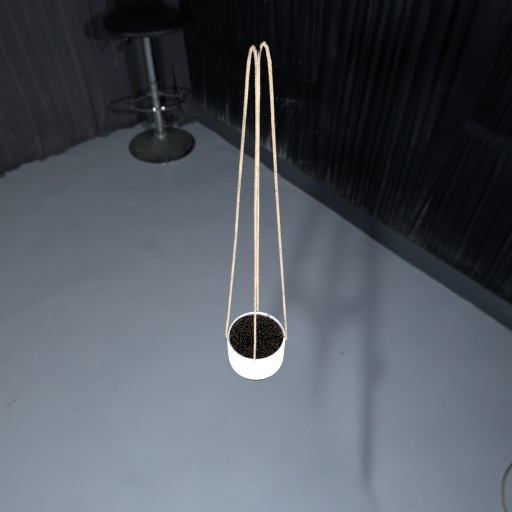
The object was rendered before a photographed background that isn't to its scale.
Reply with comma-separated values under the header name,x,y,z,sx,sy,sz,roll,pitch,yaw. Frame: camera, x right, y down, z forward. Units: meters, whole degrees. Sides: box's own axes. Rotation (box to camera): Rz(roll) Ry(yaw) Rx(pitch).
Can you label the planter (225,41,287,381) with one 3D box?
name,x,y,z,sx,sy,sz,roll,pitch,yaw
planter,0.000,0.000,0.909,0.146,0.841,0.146,-33,55,-27
